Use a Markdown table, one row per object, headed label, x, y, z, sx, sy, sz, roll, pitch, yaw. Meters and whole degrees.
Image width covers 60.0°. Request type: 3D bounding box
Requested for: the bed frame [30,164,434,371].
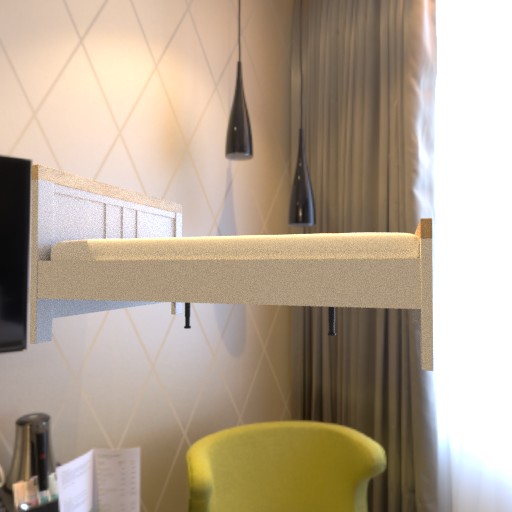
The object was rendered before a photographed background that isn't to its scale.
| label | x | y | z | sx | sy | sz | roll | pitch | yaw |
| --- | --- | --- | --- | --- | --- | --- | --- | --- | --- |
| bed frame | 0.000 | 0.000 | 2.897 | 2.050 | 0.980 | 1.670 | 0 | -2 | 18 |
